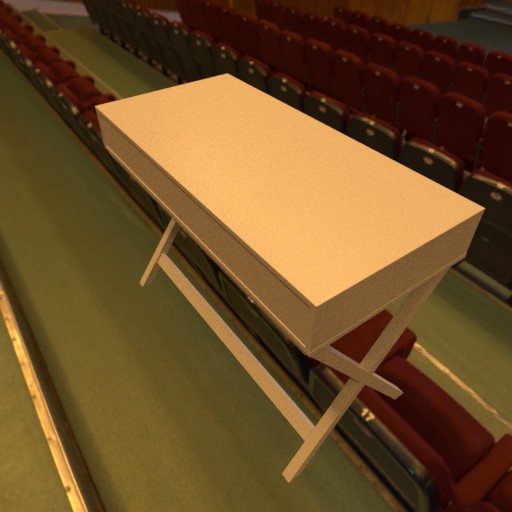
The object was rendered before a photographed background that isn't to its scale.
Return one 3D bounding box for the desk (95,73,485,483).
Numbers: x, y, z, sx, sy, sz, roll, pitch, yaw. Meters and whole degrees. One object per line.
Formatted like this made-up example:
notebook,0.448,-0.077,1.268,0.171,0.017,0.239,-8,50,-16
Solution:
desk,0.000,0.000,1.461,0.509,0.780,1.059,-25,47,-26
